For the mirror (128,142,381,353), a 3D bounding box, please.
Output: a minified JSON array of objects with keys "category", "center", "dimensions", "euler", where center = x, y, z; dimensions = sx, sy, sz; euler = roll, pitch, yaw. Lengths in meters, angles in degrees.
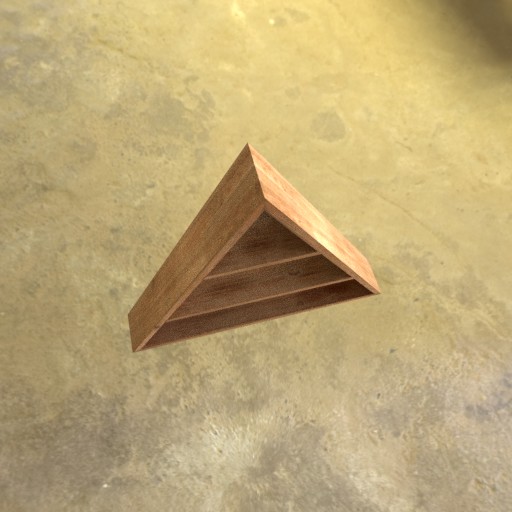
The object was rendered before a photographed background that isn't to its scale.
[{"category":"mirror","center":[0.000,0.000,0.865],"dimensions":[0.631,0.548,0.100],"euler":[-12,64,-6]}]
